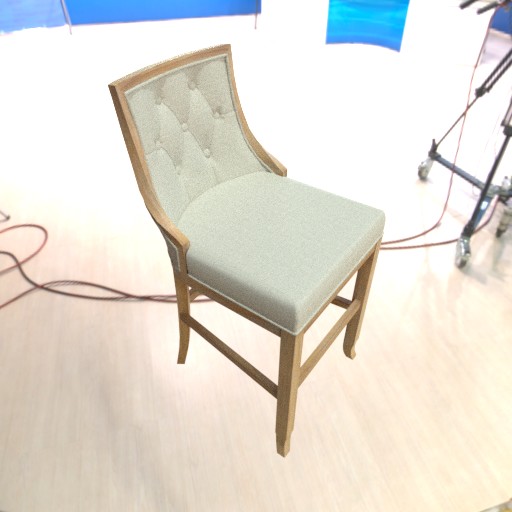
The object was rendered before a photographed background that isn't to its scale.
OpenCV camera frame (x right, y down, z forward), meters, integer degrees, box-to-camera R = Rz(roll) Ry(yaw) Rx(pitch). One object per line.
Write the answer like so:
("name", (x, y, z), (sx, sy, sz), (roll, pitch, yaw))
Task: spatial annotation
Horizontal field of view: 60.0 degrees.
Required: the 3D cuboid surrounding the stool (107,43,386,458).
("stool", (0.000, 0.000, 1.422), (0.626, 1.101, 0.524), (26, 47, 27))
